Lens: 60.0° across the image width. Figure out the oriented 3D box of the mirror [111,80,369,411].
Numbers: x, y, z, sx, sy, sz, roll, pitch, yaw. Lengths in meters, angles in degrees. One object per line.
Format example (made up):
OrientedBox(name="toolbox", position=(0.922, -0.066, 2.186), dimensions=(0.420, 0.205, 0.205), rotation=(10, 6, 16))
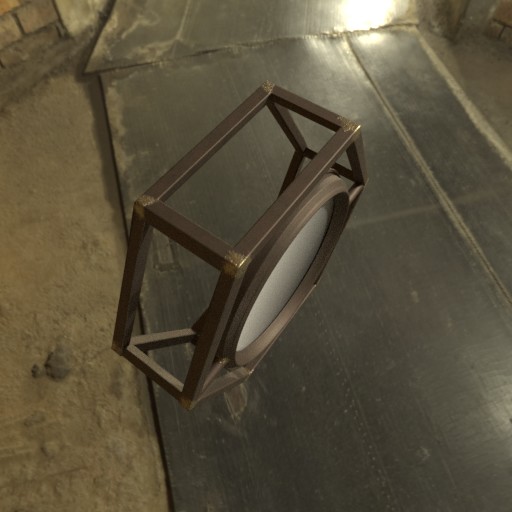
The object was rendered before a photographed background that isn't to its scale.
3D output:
OrientedBox(name="mirror", position=(0.000, 0.000, 0.549), dimensions=(0.119, 0.334, 0.380), rotation=(32, 64, 17))
